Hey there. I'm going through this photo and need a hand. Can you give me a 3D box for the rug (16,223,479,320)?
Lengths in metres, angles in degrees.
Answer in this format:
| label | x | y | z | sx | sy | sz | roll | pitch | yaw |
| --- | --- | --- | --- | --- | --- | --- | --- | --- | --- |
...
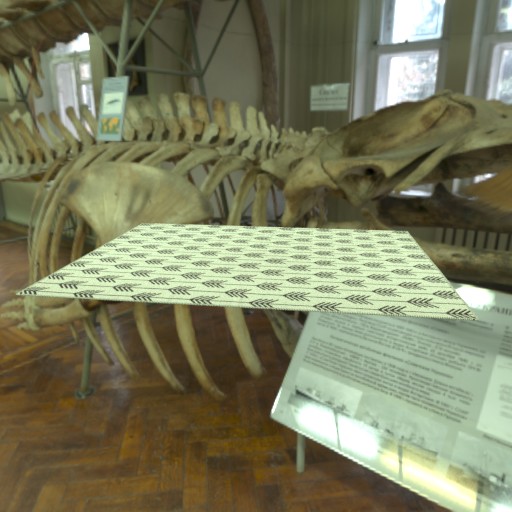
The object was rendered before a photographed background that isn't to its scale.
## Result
| label | x | y | z | sx | sy | sz | roll | pitch | yaw |
| --- | --- | --- | --- | --- | --- | --- | --- | --- | --- |
| rug | 0.000 | 0.000 | 3.984 | 3.061 | 0.010 | 2.330 | 2 | 17 | 8 |
